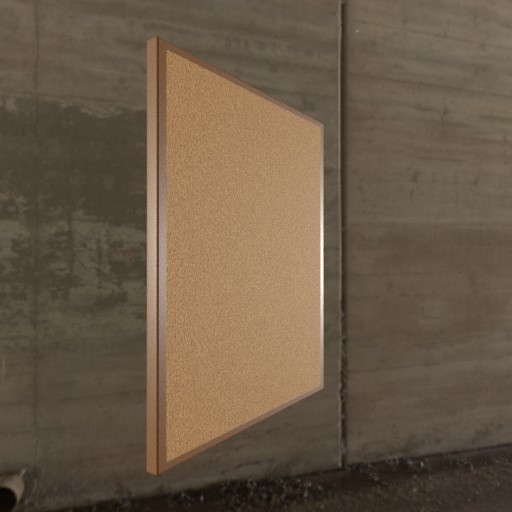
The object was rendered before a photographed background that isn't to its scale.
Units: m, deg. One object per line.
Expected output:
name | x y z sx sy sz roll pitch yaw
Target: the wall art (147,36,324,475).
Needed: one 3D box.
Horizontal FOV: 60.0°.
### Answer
wall art | 0.000 0.000 0.741 0.021 0.550 0.449 0 0 36
